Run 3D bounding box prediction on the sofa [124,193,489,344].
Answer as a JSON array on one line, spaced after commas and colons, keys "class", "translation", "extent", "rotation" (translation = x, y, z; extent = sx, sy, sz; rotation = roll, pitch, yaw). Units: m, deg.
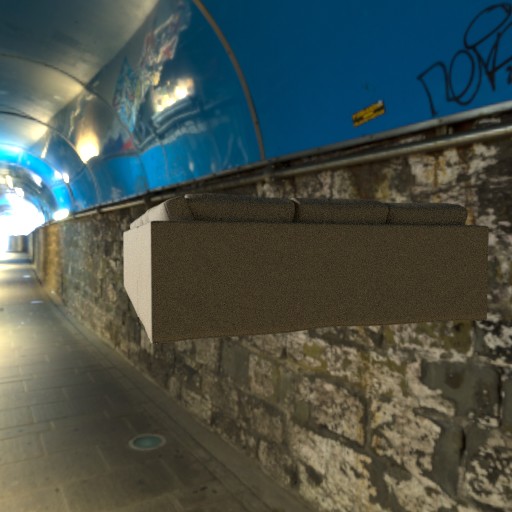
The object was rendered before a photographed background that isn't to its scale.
[{"class": "sofa", "translation": [0.000, 0.000, 4.468], "extent": [2.427, 0.882, 3.460], "rotation": [-1, 2, -19]}]
